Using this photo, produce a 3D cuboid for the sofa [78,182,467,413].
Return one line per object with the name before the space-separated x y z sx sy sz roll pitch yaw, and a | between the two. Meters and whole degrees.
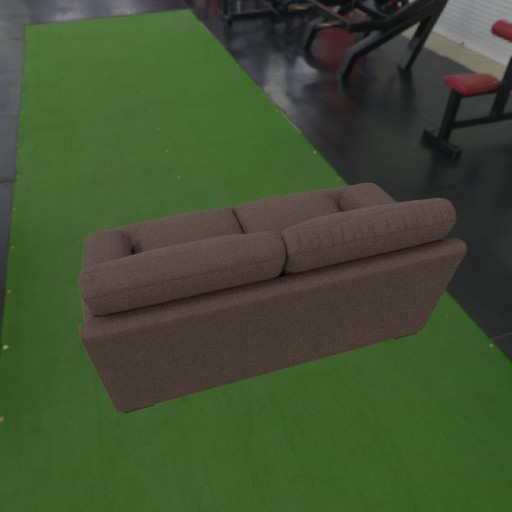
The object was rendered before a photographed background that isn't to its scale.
sofa | 0.000 0.000 2.521 1.869 0.950 1.140 -12 44 -13
